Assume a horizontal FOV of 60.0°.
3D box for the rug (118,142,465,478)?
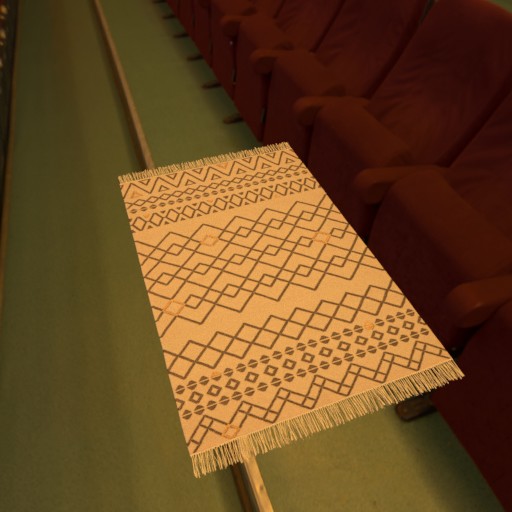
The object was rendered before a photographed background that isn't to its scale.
[{"bbox_3d":[0.000,0.000,2.447,1.224,0.028,2.023,-15,48,-14],"label":"rug"}]
